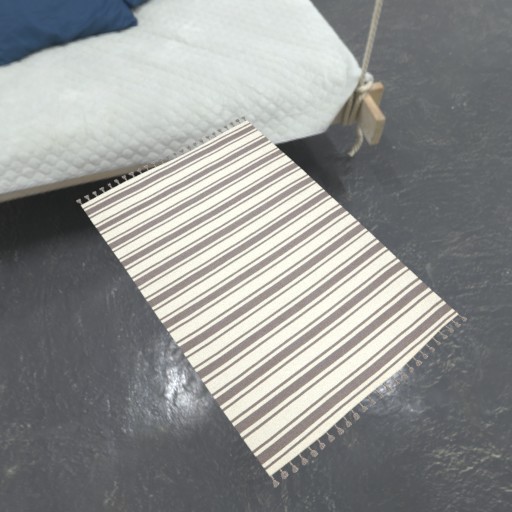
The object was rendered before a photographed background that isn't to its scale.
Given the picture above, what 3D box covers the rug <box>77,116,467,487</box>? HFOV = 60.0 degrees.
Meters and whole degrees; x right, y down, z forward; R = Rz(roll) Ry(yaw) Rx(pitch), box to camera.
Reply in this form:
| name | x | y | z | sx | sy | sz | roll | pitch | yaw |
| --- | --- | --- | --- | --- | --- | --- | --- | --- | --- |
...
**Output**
| name | x | y | z | sx | sy | sz | roll | pitch | yaw |
| --- | --- | --- | --- | --- | --- | --- | --- | --- | --- |
| rug | 0.000 | 0.000 | 3.058 | 1.563 | 0.014 | 2.425 | -32 | 63 | -19 |
